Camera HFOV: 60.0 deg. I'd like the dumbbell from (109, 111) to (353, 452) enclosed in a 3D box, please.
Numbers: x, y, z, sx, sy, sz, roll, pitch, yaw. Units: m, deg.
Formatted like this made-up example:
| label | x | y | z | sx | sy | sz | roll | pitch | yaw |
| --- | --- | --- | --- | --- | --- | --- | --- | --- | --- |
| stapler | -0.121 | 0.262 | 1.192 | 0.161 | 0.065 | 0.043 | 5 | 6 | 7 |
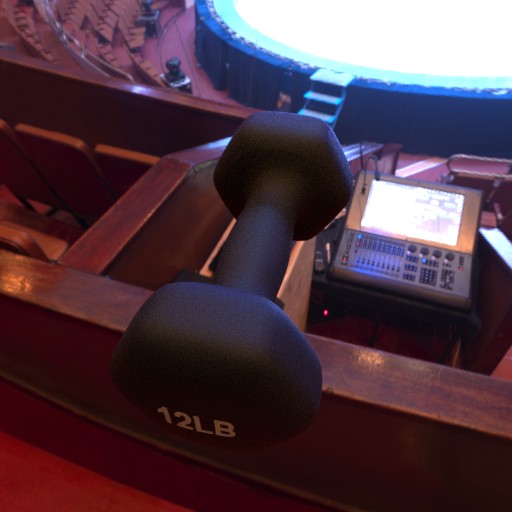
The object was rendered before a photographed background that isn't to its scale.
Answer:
| label | x | y | z | sx | sy | sz | roll | pitch | yaw |
| --- | --- | --- | --- | --- | --- | --- | --- | --- | --- |
| dumbbell | 0.000 | 0.000 | 0.291 | 0.112 | 0.101 | 0.231 | 10 | 46 | 10 |
